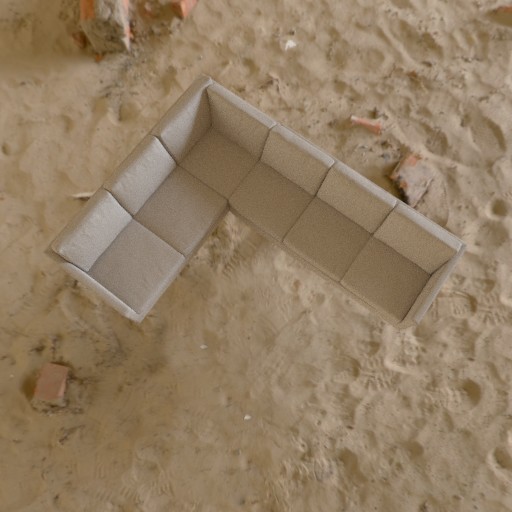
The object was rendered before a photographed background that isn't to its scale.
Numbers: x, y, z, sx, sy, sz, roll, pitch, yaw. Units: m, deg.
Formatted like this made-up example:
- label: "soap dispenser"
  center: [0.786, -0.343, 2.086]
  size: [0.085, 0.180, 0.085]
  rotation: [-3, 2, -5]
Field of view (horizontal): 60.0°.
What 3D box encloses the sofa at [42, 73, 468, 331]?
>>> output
- label: "sofa"
  center: [0.000, 0.000, 4.365]
  size: [3.182, 0.863, 2.432]
  rotation: [35, 78, 8]
